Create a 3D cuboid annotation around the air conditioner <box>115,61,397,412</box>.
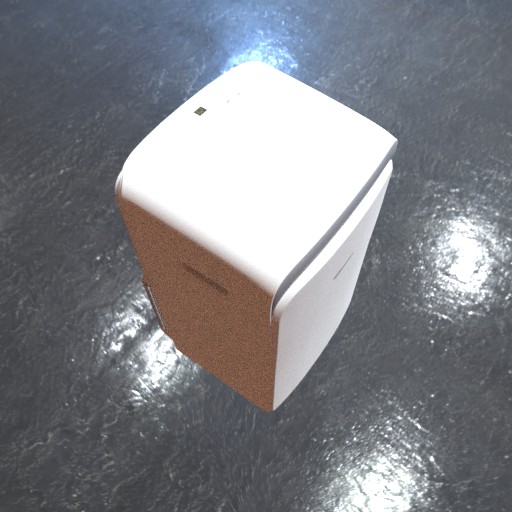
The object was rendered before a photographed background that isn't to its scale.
[{"bbox_3d":[0.000,0.000,1.095,0.467,0.765,0.478,32,64,18],"label":"air conditioner"}]
